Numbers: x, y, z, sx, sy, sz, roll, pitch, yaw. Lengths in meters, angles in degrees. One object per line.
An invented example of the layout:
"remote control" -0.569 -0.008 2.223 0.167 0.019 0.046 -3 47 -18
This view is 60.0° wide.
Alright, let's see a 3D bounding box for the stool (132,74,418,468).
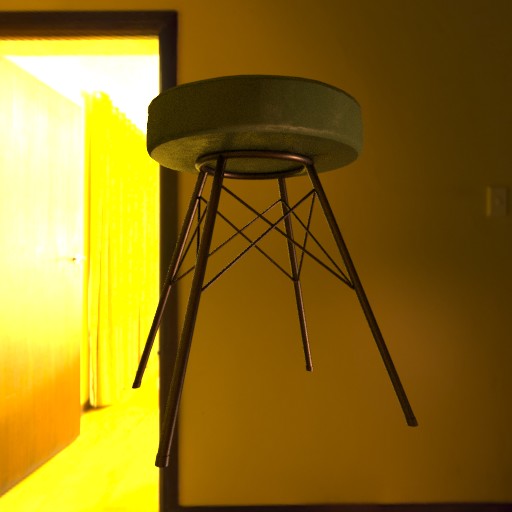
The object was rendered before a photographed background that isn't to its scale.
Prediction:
"stool" 0.000 0.000 0.899 0.457 0.595 0.430 0 0 -20
